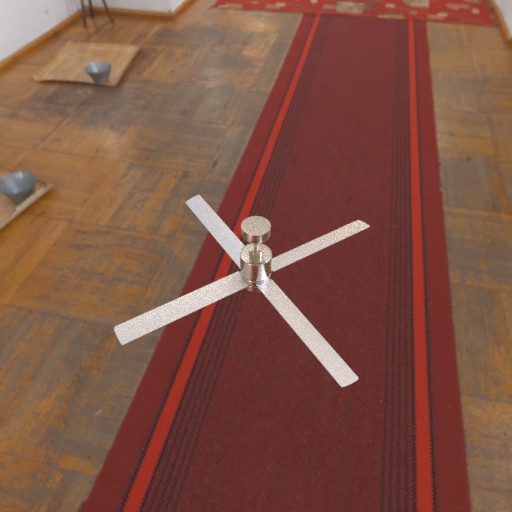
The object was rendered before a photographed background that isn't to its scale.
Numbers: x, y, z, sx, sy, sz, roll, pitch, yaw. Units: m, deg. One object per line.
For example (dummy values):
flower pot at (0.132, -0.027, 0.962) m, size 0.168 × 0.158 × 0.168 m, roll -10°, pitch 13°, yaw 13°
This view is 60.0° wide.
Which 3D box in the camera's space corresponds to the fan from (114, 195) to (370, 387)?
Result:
fan at (0.000, 0.000, 1.956) m, size 1.322 × 0.355 × 1.322 m, roll -24°, pitch 50°, yaw -22°
